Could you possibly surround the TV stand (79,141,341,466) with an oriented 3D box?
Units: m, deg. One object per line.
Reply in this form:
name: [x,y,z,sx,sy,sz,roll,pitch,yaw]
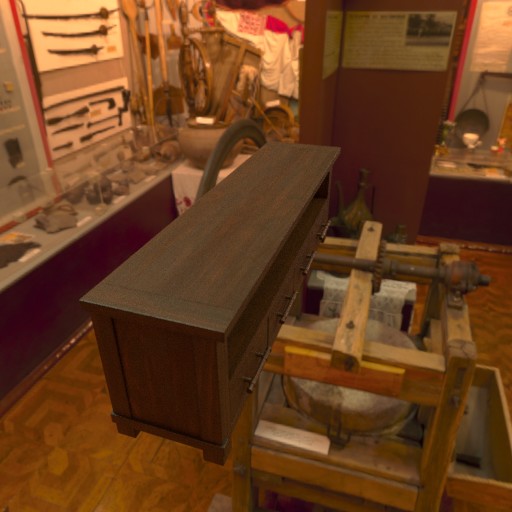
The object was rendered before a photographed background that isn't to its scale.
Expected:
TV stand: [0.000,0.000,2.153,0.471,0.615,1.866,10,31,16]
